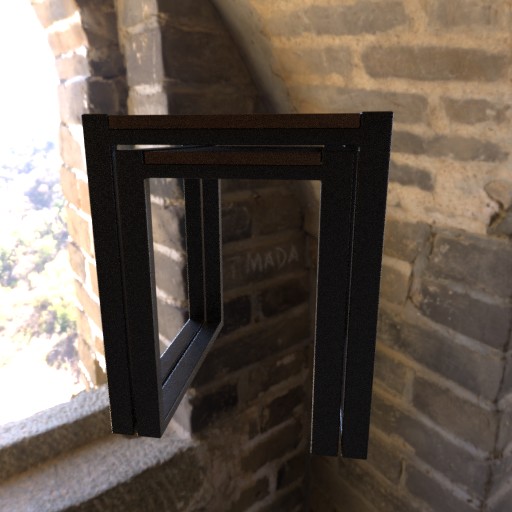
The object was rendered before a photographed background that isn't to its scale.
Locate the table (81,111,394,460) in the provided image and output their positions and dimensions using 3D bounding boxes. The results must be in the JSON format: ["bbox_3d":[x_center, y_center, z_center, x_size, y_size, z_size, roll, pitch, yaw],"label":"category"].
[{"bbox_3d":[0.000,0.000,0.932,0.449,0.550,0.500,2,15,8],"label":"table"}]
